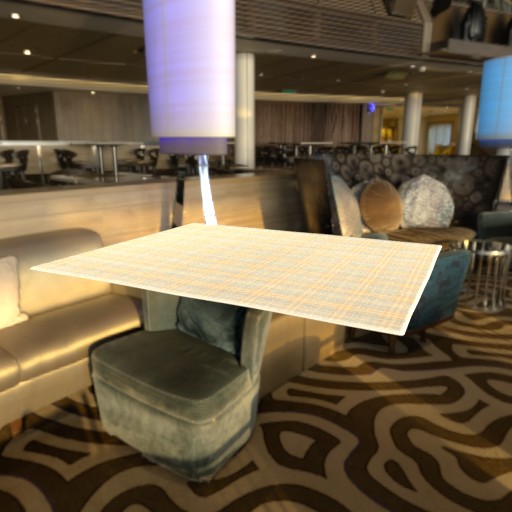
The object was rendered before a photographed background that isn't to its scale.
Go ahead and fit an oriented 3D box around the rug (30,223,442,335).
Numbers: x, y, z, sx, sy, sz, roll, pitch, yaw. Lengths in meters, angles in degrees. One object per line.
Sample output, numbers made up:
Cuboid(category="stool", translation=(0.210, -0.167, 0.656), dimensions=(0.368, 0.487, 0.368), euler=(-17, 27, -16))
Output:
Cuboid(category="rug", translation=(0.000, 0.000, 4.158), dimensions=(3.066, 0.030, 2.462), euler=(7, 16, 25))
